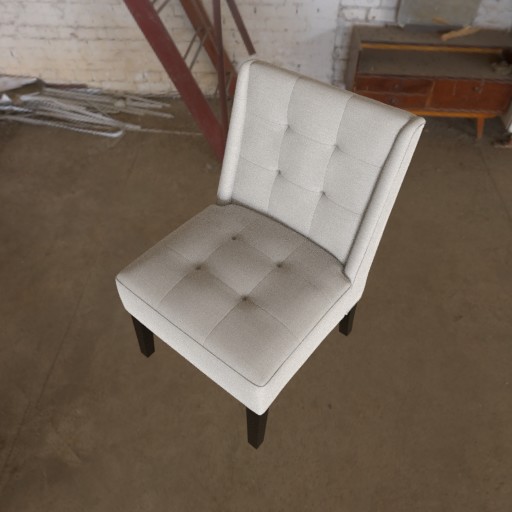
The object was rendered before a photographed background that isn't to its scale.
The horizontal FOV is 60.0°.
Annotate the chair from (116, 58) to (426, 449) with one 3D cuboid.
[{"bbox_3d":[0.000,0.000,1.341,0.569,0.853,0.676,31,55,25],"label":"chair"}]
